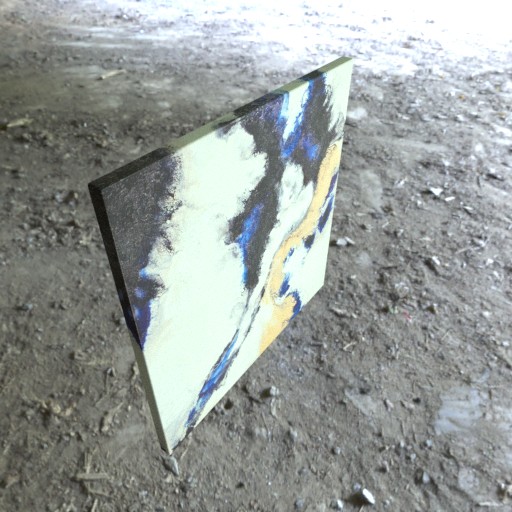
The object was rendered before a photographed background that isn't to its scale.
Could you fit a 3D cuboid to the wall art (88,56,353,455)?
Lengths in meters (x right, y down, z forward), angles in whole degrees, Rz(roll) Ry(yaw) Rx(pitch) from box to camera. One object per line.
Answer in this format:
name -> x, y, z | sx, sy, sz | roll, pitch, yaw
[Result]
wall art -> 0.000, 0.000, 1.274 | 0.038, 0.885, 0.887 | 25, 46, 27
